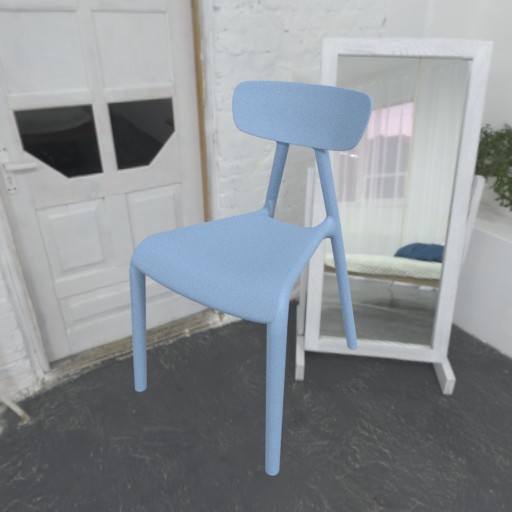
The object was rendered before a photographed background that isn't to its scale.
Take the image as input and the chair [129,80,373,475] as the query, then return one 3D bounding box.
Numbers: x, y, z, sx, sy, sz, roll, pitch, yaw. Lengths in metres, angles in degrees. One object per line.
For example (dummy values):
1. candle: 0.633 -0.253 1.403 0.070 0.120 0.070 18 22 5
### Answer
1. chair: 0.000 0.000 0.850 0.356 0.580 0.401 19 35 30
